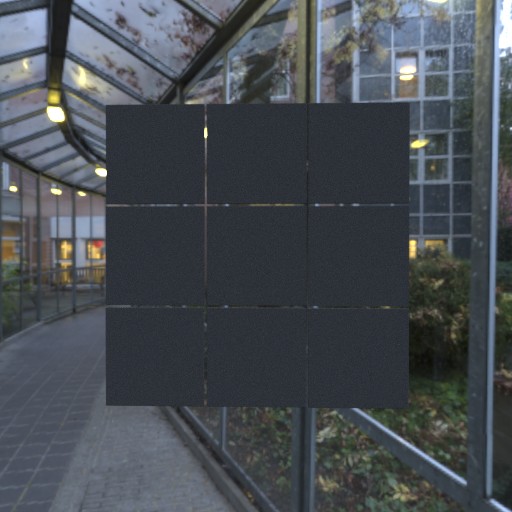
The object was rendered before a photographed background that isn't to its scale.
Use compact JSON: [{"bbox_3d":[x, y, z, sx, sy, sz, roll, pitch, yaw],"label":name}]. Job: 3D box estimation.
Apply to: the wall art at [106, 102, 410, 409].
[{"bbox_3d":[0.000,0.000,1.780,1.216,1.216,0.013,0,1,1],"label":"wall art"}]
